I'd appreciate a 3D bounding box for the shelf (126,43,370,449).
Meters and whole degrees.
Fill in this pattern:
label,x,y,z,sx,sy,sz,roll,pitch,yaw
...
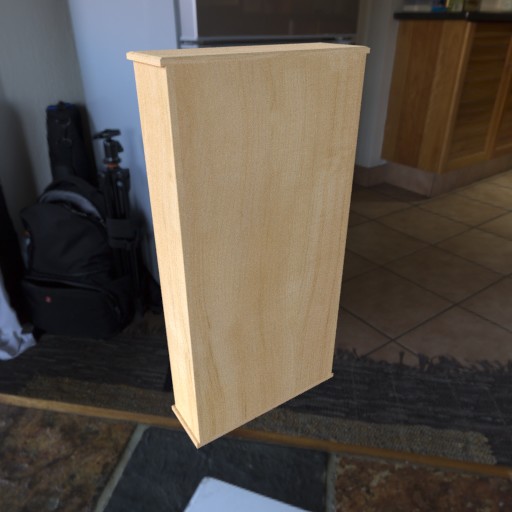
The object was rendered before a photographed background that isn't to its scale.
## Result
label,x,y,z,sx,sy,sz,roll,pitch,yaw
shelf,0.000,0.000,1.213,0.520,1.030,0.175,-18,34,-29
